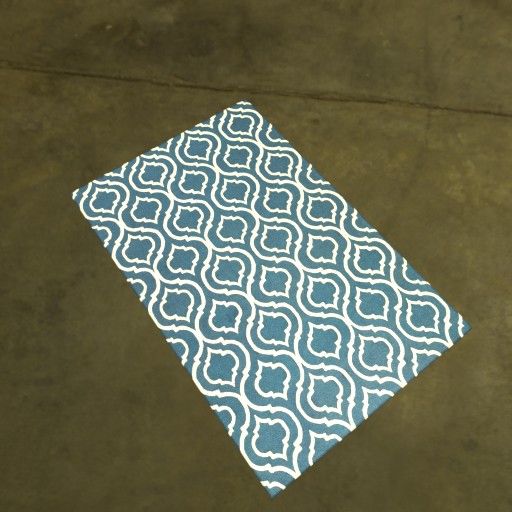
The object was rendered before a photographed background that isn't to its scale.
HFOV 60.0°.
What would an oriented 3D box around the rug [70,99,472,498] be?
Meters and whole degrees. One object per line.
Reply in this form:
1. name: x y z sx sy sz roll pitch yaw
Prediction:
1. rug: 0.000 0.000 2.168 1.143 0.010 1.753 -33 68 -15
